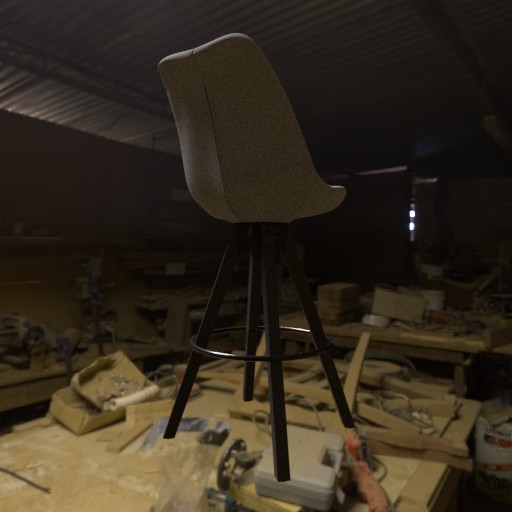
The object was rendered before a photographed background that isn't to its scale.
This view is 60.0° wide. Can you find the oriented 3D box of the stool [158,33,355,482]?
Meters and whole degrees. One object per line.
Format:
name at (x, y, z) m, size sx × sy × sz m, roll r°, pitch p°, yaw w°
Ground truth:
stool at (0.000, 0.000, 1.372) m, size 0.485 × 1.115 × 0.550 m, roll 1°, pitch 2°, yaw 36°
